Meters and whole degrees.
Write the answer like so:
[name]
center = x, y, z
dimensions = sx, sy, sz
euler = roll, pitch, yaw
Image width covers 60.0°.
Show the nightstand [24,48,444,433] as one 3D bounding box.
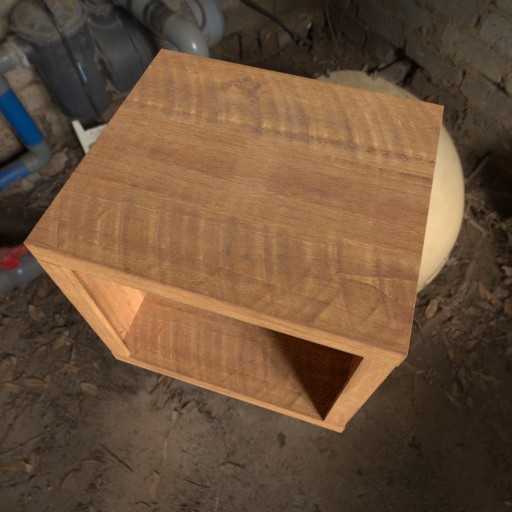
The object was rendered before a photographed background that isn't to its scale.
[nightstand]
center = 0.000, 0.000, 0.846
dimensions = 0.493, 0.491, 0.436
euler = 15, 60, 9
